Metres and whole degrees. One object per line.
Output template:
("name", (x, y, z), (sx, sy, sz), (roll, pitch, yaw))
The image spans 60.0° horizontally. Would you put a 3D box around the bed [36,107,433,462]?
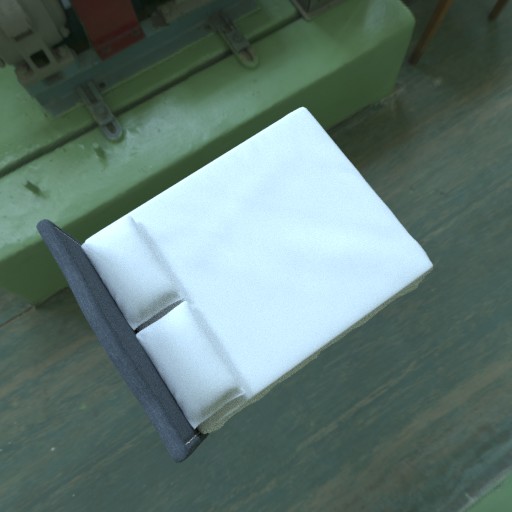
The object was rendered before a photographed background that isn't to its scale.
("bed", (0.000, 0.000, 3.953), (2.689, 1.457, 2.161), (-34, 78, -8))
